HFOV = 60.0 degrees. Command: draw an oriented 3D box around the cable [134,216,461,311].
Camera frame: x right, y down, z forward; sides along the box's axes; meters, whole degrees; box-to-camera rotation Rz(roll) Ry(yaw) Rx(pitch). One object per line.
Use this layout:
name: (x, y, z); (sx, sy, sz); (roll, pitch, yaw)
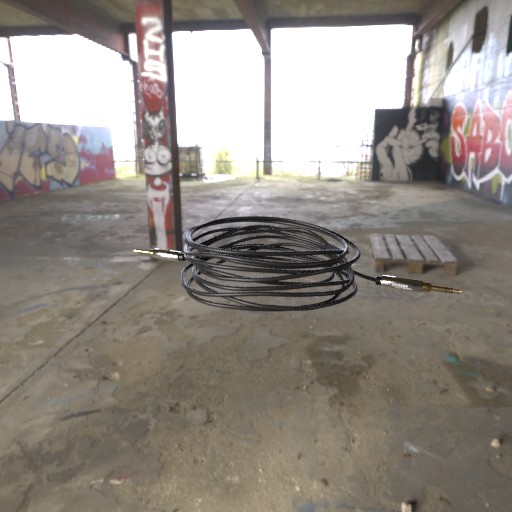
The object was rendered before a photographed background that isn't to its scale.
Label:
cable: (0.000, 0.000, 0.509); (0.432, 0.069, 0.198); (7, 17, 26)
